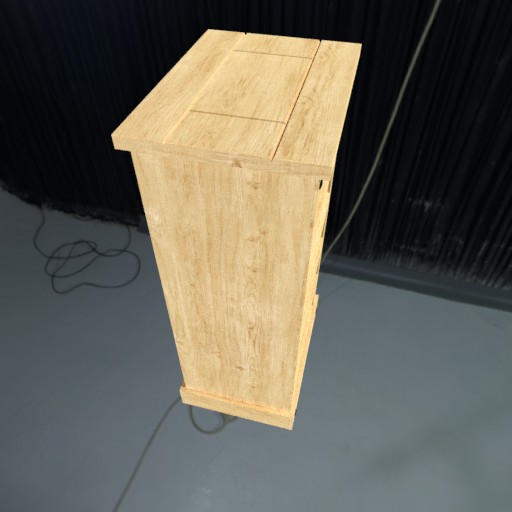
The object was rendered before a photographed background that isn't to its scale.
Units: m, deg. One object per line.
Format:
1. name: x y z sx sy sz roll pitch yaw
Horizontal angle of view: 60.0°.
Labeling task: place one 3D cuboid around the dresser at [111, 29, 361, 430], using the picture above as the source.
1. dresser: 0.000 0.000 1.299 0.390 1.041 0.531 10 47 10
